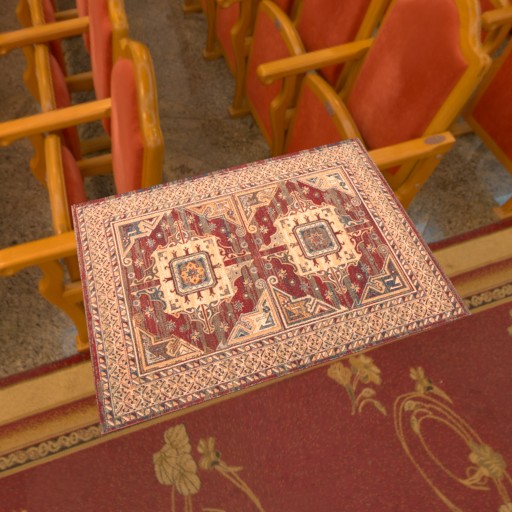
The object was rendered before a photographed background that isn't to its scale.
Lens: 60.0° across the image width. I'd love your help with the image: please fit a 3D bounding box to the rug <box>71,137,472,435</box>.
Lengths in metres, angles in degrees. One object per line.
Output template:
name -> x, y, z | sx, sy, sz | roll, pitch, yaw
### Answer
rug -> 0.000, 0.000, 2.890 | 2.210, 0.011, 1.599 | -15, 59, -10
